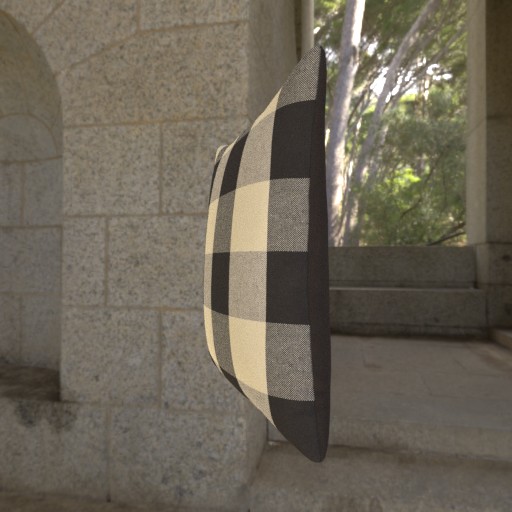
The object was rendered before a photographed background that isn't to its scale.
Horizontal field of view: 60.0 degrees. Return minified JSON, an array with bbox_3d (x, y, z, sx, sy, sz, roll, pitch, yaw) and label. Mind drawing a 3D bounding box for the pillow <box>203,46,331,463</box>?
[{"bbox_3d":[0.000,0.000,0.777,0.161,0.509,0.511,0,-1,-18],"label":"pillow"}]
